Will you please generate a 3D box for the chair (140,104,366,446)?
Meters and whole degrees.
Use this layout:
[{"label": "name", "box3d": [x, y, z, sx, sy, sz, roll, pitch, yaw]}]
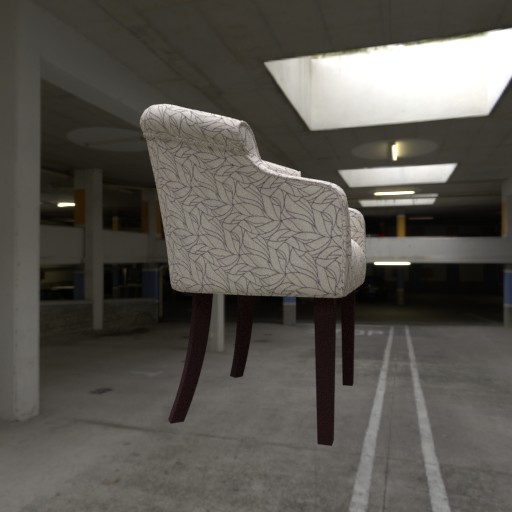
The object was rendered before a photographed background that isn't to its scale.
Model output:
[{"label": "chair", "box3d": [0.000, 0.000, 1.325, 0.613, 0.858, 0.686, 0, 0, 18]}]
